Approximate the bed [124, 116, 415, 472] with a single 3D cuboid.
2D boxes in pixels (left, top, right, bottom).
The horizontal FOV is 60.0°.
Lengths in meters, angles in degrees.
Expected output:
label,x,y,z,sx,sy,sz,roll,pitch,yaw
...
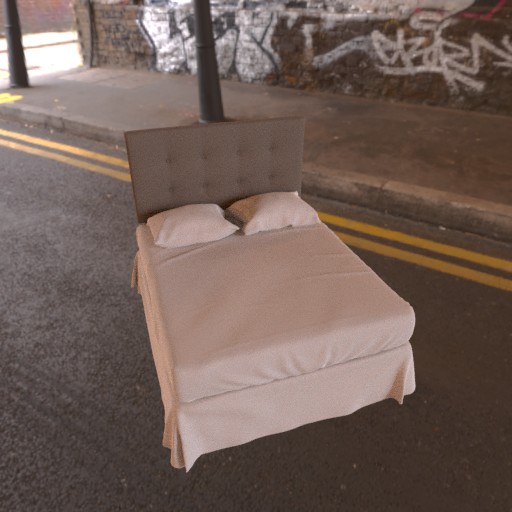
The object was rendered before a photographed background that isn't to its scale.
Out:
label,x,y,z,sx,sy,sz,roll,pitch,yaw
bed,0.000,0.000,3.488,1.936,1.577,2.222,-10,33,-16
